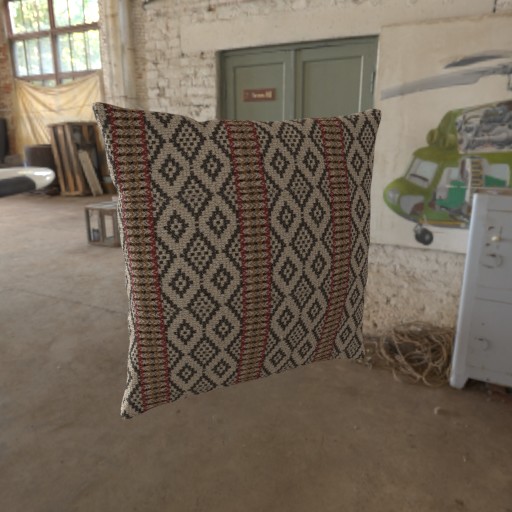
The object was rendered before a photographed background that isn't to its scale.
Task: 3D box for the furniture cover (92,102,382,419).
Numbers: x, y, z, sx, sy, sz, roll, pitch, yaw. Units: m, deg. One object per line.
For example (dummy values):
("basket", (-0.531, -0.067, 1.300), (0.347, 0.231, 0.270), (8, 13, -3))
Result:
("furniture cover", (0.000, 0.000, 0.782), (0.503, 0.506, 0.182), (-7, 16, -25))
